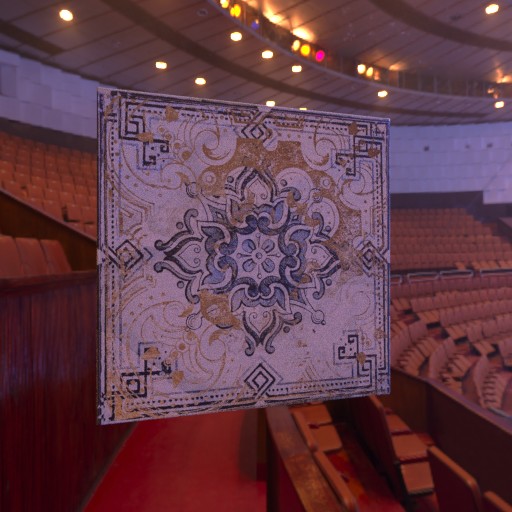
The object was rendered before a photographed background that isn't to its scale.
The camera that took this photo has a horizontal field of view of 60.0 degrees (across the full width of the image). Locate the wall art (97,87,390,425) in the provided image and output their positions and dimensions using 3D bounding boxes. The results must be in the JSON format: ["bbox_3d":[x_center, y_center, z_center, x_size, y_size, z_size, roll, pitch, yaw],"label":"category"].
[{"bbox_3d":[0.000,0.000,0.902,0.609,0.607,0.036,0,0,-18],"label":"wall art"}]
